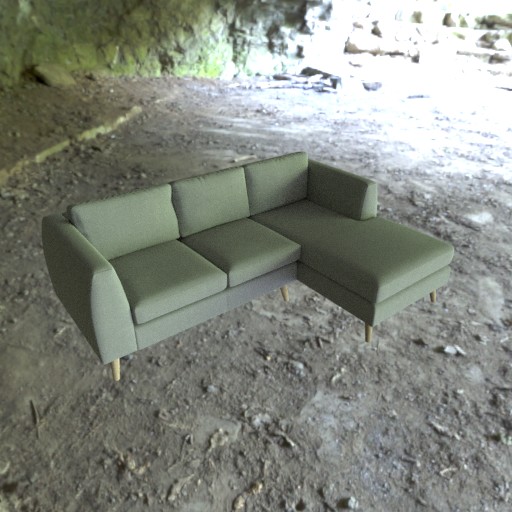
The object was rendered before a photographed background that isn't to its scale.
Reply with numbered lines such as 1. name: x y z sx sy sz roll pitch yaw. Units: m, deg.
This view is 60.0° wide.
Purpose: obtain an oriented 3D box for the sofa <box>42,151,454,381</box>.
1. sofa: 0.000 0.000 2.994 2.300 0.860 1.580 -21 35 -32
